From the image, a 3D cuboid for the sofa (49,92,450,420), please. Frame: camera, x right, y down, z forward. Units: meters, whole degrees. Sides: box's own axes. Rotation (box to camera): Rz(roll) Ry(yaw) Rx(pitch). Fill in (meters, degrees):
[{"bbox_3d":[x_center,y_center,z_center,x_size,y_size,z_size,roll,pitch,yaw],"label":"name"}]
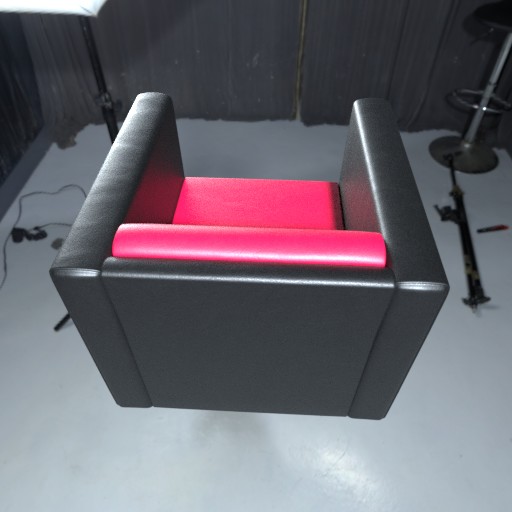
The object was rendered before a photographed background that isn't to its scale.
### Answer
[{"bbox_3d":[0.000,0.000,1.423,0.839,0.724,0.809,2,46,2],"label":"sofa"}]
